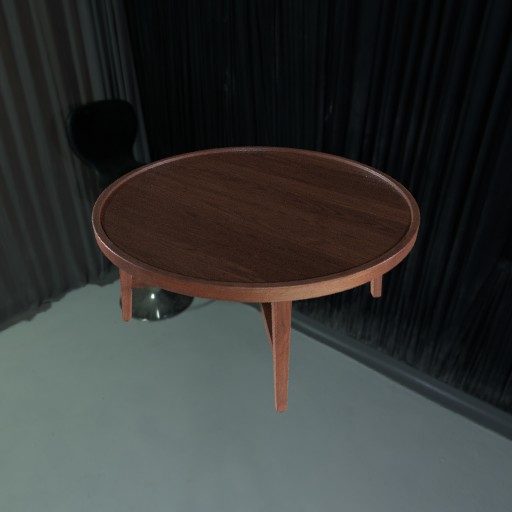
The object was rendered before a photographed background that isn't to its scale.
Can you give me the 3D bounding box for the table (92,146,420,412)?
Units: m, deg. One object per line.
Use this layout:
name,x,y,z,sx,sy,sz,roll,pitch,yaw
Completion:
table,0.000,0.000,1.228,0.800,0.360,0.800,0,32,0
